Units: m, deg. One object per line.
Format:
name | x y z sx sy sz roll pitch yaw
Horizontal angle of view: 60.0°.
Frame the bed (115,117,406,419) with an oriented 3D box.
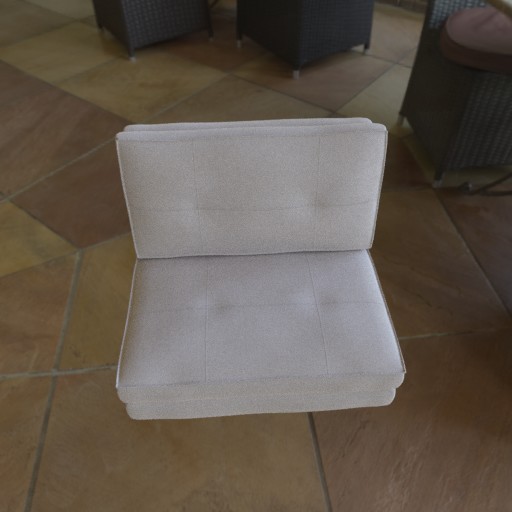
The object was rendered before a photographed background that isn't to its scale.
bed | 0.000 0.000 1.341 0.799 0.614 0.749 -2 47 -2
